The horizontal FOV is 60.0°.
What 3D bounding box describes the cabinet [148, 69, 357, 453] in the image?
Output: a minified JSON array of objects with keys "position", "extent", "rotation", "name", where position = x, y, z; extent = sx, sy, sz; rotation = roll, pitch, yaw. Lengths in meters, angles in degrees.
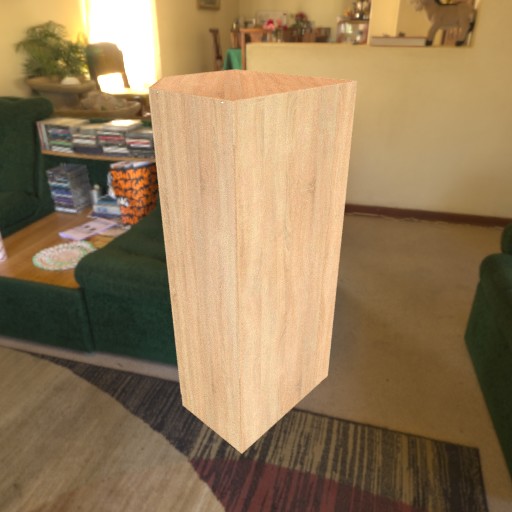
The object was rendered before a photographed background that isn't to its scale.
[{"position":[0.000,0.000,2.872],"extent":[1.094,2.120,1.327],"rotation":[-1,28,-2],"name":"cabinet"}]
